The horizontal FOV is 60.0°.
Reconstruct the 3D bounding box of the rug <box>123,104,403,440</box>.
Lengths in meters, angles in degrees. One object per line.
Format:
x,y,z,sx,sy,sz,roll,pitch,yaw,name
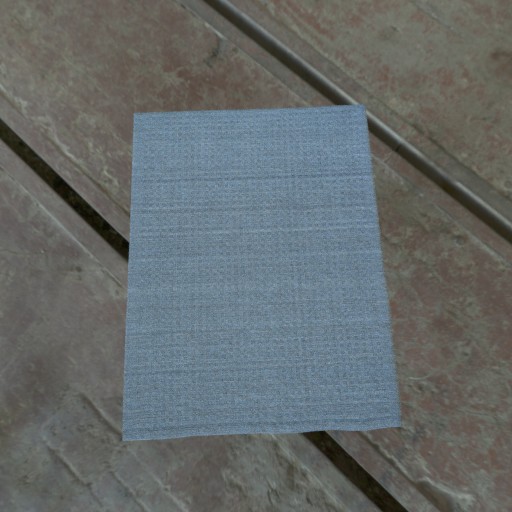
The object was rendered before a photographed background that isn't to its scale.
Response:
0.000,0.000,4.243,2.443,0.007,3.200,-2,75,-1,rug
